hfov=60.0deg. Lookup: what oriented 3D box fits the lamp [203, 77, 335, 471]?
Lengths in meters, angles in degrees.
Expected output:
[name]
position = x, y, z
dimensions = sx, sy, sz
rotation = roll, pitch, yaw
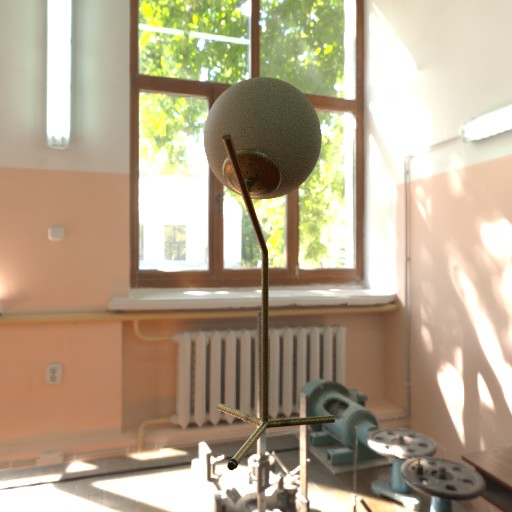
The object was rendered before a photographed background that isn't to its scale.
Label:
[lamp]
position = 0.000, 0.000, 0.669
dimensions = 0.210, 0.552, 0.251
rotation = 0, 0, 18
